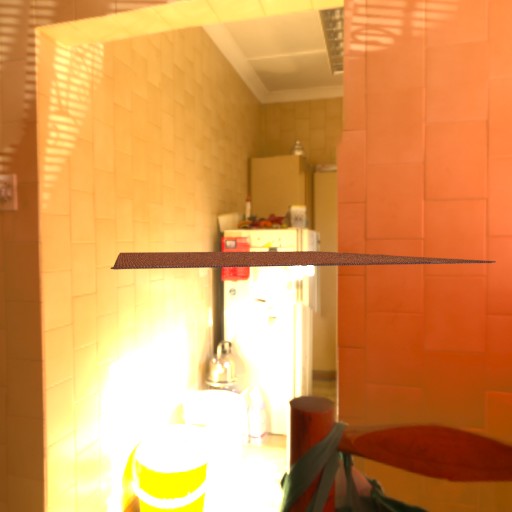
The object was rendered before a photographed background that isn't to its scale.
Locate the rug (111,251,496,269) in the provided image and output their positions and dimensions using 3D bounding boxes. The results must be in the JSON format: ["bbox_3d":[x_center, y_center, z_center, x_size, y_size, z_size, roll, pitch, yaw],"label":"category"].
[{"bbox_3d":[0.000,0.000,4.084,2.456,0.021,3.068,-1,2,-16],"label":"rug"}]
